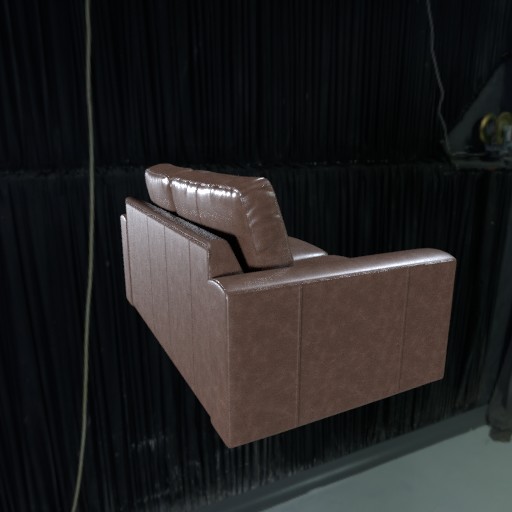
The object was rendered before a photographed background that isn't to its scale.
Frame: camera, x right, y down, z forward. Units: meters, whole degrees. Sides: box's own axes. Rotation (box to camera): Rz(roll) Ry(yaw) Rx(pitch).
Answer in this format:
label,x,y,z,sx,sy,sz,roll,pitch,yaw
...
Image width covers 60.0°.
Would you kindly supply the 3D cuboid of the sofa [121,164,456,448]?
label,x,y,z,sx,sy,sz,roll,pitch,yaw
sofa,0.000,0.000,2.226,1.016,0.873,1.616,-7,16,-26
